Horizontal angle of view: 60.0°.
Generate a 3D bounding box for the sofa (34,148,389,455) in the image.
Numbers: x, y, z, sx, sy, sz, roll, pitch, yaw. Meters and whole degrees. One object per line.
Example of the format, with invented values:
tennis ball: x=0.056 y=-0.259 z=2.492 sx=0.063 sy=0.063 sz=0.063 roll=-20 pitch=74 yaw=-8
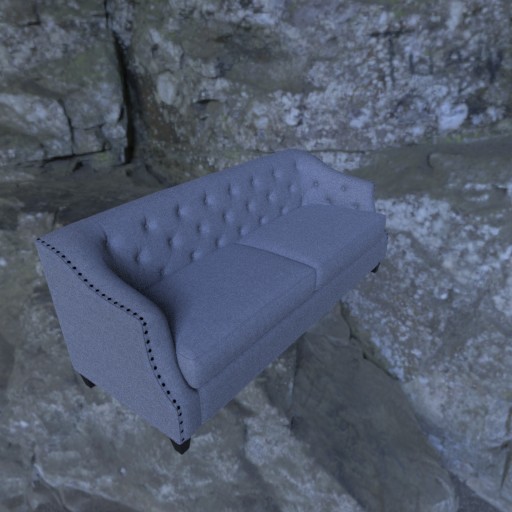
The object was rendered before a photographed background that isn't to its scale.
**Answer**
sofa: x=0.000 y=0.000 z=2.785 sx=0.914 sy=0.901 sz=2.235 roll=19 pitch=33 yaw=33
